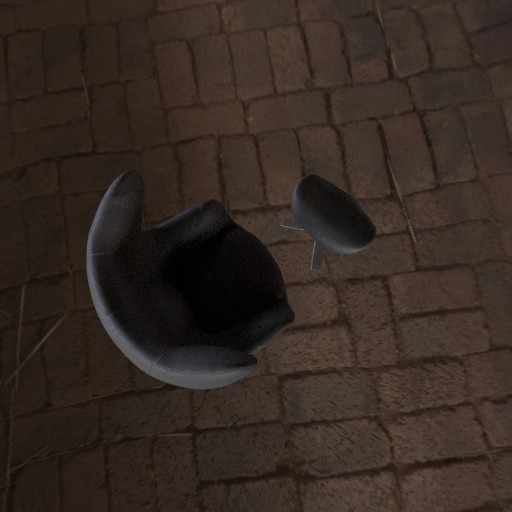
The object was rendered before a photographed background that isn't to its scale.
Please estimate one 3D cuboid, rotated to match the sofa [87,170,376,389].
[{"bbox_3d":[0.000,0.000,2.159,1.444,1.135,0.894,-32,78,-7],"label":"sofa"}]
